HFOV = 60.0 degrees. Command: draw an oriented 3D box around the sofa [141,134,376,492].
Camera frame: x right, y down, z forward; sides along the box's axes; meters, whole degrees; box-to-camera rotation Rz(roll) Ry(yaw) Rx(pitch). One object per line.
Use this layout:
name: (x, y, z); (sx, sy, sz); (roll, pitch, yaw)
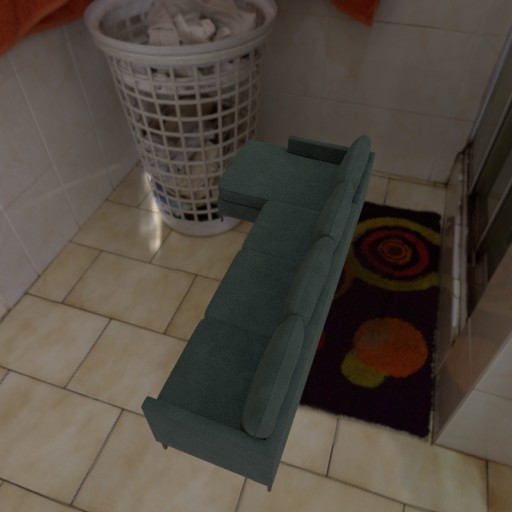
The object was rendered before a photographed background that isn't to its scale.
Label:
sofa: (0.000, 0.000, 4.037); (1.500, 0.967, 3.400); (15, 49, 14)
